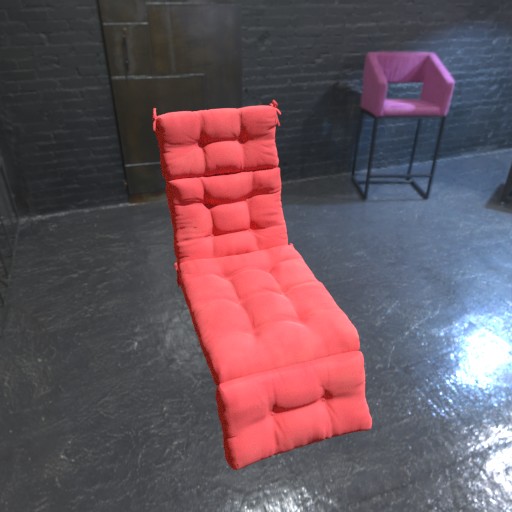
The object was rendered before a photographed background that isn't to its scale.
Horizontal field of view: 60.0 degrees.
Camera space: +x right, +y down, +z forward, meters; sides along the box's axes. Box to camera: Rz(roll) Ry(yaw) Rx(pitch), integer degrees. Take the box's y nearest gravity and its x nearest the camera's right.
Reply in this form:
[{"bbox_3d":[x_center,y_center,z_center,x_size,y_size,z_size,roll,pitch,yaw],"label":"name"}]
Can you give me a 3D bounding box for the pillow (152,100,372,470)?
[{"bbox_3d":[0.000,0.000,1.564,0.526,0.863,1.016,-10,33,-16],"label":"pillow"}]
